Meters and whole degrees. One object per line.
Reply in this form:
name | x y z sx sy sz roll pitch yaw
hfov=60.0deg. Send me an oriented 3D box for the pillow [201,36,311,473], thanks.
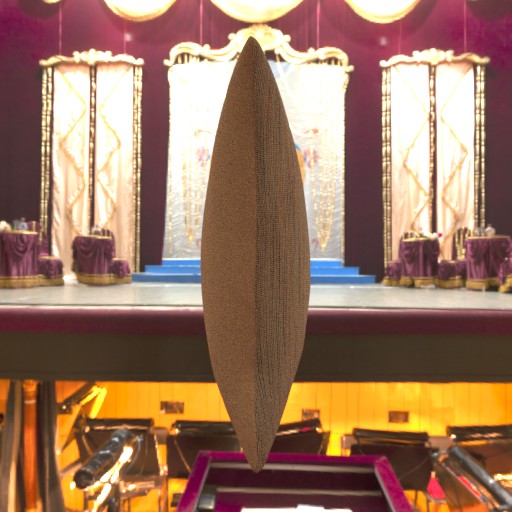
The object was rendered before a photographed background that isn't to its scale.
pillow | 0.000 0.000 0.761 0.178 0.506 0.512 0 -1 1
